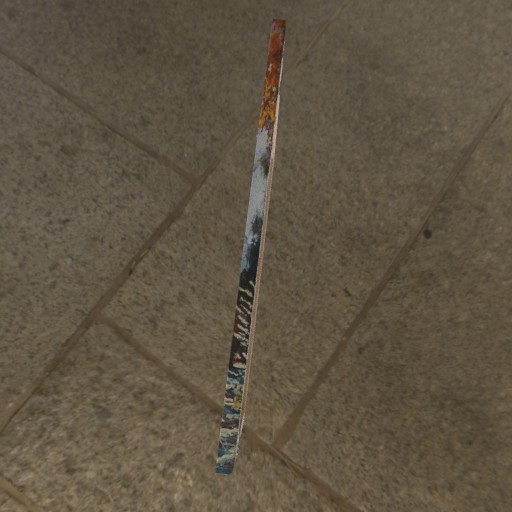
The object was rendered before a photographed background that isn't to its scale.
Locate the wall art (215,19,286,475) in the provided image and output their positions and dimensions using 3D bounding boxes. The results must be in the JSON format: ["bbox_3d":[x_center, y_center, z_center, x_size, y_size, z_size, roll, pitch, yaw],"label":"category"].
[{"bbox_3d":[0.000,0.000,1.431,0.042,0.760,1.136,6,76,2],"label":"wall art"}]
